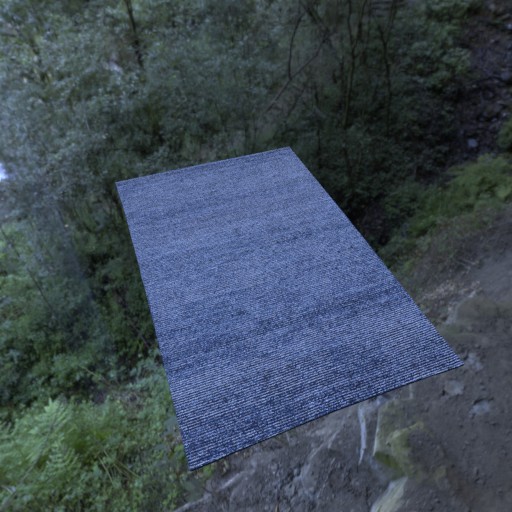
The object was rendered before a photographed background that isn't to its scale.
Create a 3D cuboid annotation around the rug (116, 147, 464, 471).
[{"bbox_3d":[0.000,0.000,2.255,1.159,0.025,1.793,-15,47,-14],"label":"rug"}]
